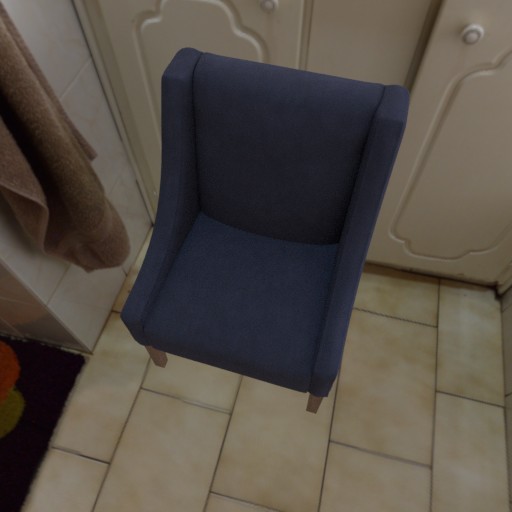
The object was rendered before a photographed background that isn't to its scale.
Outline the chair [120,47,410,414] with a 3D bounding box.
[{"bbox_3d":[0.000,0.000,1.342,0.629,0.895,0.629,14,59,9],"label":"chair"}]
